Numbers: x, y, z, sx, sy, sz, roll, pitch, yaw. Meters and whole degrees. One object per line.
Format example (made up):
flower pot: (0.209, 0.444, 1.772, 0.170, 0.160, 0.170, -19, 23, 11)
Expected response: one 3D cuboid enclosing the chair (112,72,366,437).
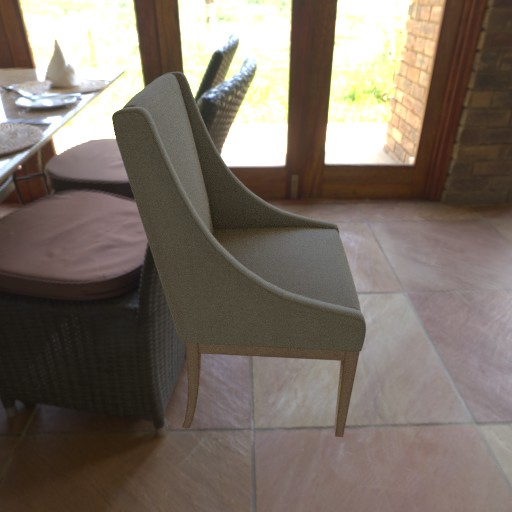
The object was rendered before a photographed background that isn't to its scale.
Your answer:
chair: (0.000, 0.000, 1.407, 0.611, 1.021, 0.575, 1, 31, 1)
